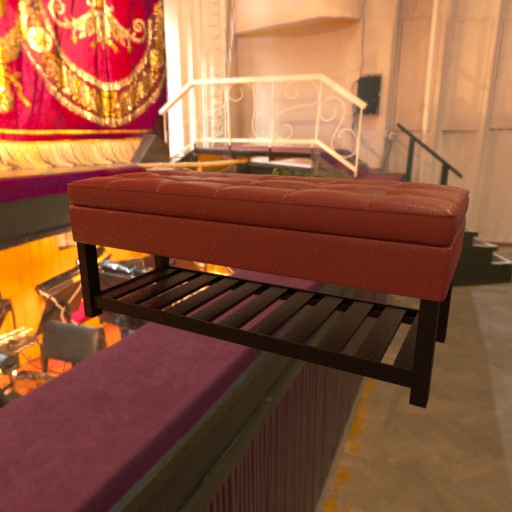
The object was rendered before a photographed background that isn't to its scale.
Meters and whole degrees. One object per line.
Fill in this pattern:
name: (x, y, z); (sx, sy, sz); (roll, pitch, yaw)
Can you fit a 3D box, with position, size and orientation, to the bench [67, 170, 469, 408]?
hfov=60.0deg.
bench: (0.000, 0.000, 1.336); (1.105, 0.460, 0.432); (8, 18, 27)
